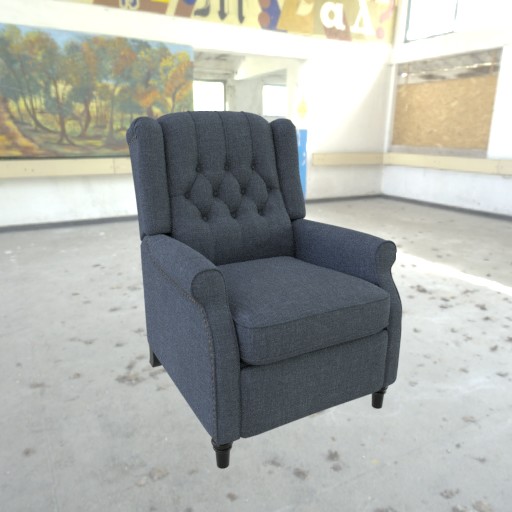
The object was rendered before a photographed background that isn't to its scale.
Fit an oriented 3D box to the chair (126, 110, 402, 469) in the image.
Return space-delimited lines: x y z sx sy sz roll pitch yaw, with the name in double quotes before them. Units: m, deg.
"chair" 0.000 0.000 1.614 0.742 1.035 0.898 -8 18 -27
